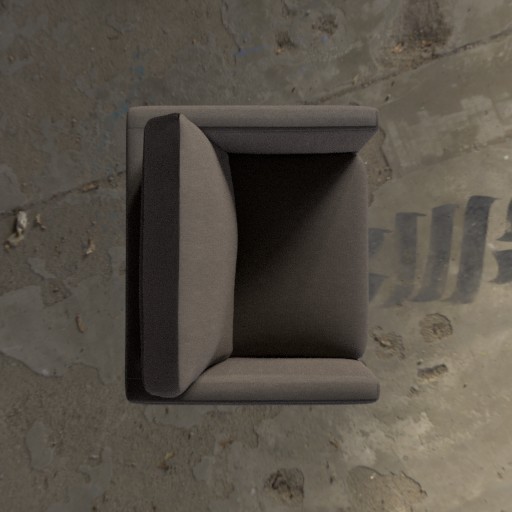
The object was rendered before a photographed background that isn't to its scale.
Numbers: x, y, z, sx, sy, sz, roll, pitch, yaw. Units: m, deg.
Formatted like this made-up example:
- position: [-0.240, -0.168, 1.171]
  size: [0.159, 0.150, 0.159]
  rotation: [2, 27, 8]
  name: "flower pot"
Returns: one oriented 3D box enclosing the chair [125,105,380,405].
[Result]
- position: [0.000, 0.000, 1.867]
  size: [0.959, 0.963, 1.107]
  rotation: [0, 89, 0]
  name: "chair"
